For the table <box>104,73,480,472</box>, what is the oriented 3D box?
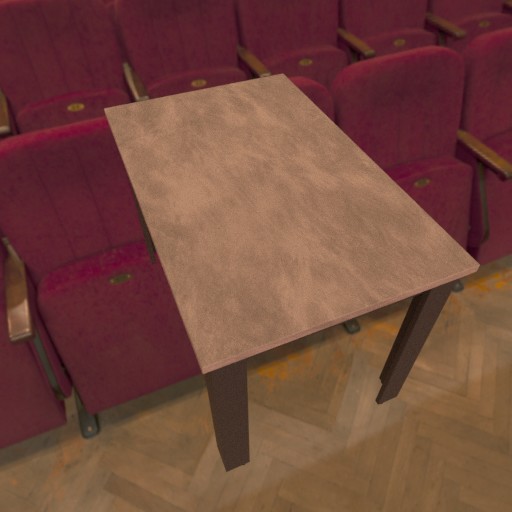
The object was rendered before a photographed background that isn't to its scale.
[{"bbox_3d":[0.000,0.000,1.580,0.700,0.734,1.100,-17,49,-15],"label":"table"}]
